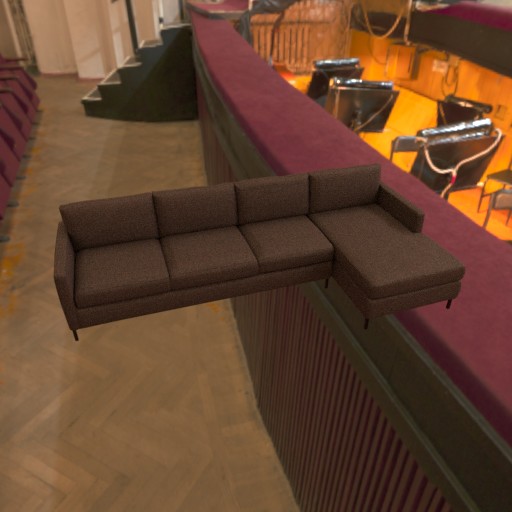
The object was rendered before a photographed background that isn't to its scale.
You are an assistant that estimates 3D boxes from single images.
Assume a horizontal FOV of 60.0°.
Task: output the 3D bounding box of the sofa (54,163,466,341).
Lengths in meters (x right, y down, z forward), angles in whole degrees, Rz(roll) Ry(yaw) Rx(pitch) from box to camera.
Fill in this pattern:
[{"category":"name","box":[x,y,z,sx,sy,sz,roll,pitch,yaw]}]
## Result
[{"category":"sofa","box":[0.000,0.000,3.814,3.221,0.892,1.483,-10,35,-15]}]
